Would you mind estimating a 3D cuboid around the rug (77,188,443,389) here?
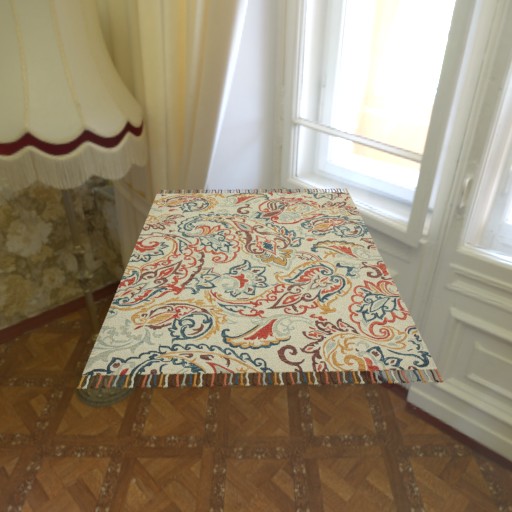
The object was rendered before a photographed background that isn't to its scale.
[{"bbox_3d":[0.000,0.000,4.333,2.439,0.015,3.274,-1,32,-1],"label":"rug"}]
